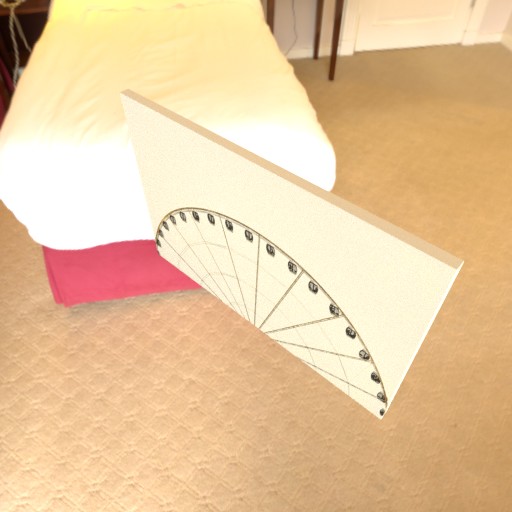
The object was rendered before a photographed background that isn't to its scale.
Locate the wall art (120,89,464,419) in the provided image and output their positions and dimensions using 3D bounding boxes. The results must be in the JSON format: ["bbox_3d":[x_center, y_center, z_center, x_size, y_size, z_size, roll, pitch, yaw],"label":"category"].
[{"bbox_3d":[0.000,0.000,1.465,1.144,0.767,0.038,33,56,27],"label":"wall art"}]
